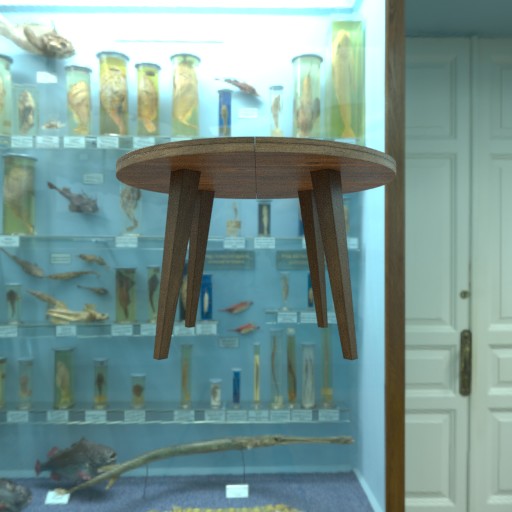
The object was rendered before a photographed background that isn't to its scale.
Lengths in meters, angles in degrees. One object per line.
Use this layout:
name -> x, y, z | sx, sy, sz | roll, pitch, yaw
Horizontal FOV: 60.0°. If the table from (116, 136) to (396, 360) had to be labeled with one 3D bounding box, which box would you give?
table -> 0.000, 0.000, 2.014 | 1.213, 0.764, 1.213 | 0, 0, 0
